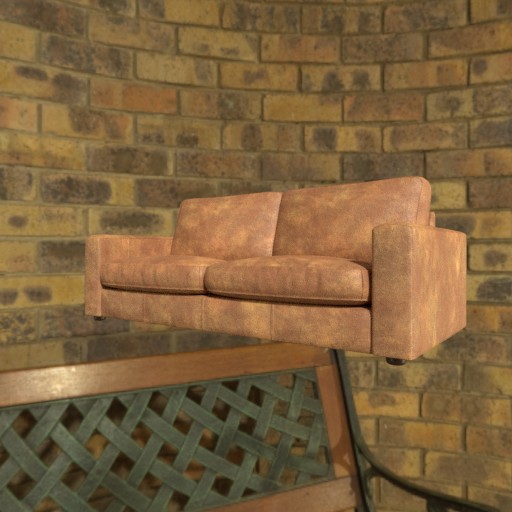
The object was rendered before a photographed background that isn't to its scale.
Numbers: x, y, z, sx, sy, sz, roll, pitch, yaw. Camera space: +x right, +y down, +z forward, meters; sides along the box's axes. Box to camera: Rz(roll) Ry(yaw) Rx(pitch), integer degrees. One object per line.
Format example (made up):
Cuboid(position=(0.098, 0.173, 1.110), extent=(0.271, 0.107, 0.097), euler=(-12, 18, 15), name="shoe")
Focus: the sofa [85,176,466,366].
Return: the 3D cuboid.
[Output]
Cuboid(position=(0.000, 0.000, 2.706), extent=(2.179, 0.873, 1.016), euler=(0, 0, 36), name="sofa")
